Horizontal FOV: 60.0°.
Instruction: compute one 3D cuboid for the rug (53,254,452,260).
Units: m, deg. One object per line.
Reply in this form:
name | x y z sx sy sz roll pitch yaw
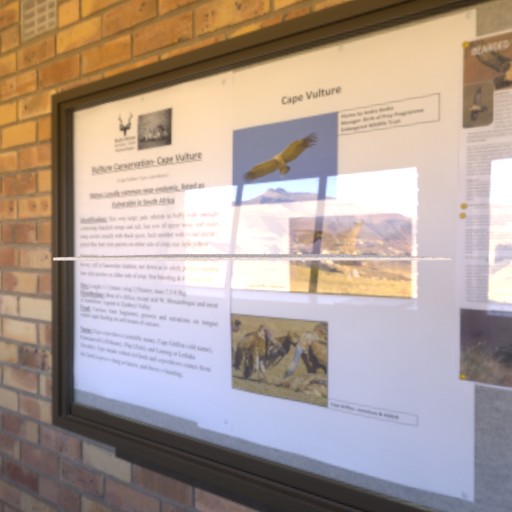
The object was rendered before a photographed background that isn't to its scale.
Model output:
rug | 0.000 0.000 2.140 1.143 0.008 1.753 0 1 1
